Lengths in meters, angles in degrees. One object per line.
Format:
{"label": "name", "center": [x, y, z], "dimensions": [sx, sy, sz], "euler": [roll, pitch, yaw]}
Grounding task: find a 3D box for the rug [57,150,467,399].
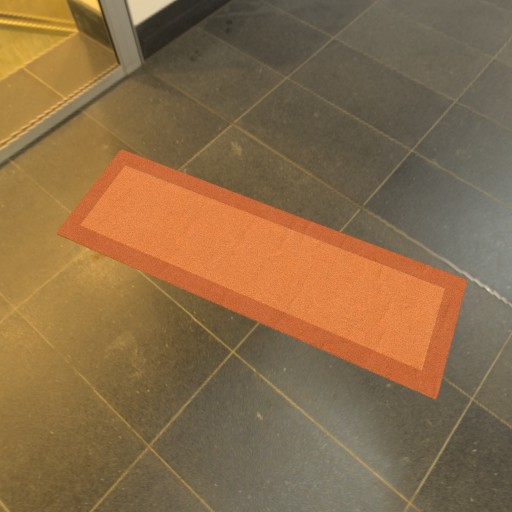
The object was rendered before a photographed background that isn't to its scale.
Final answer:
{"label": "rug", "center": [0.000, 0.000, 2.712], "dimensions": [2.471, 0.013, 0.914], "euler": [19, 64, 10]}
